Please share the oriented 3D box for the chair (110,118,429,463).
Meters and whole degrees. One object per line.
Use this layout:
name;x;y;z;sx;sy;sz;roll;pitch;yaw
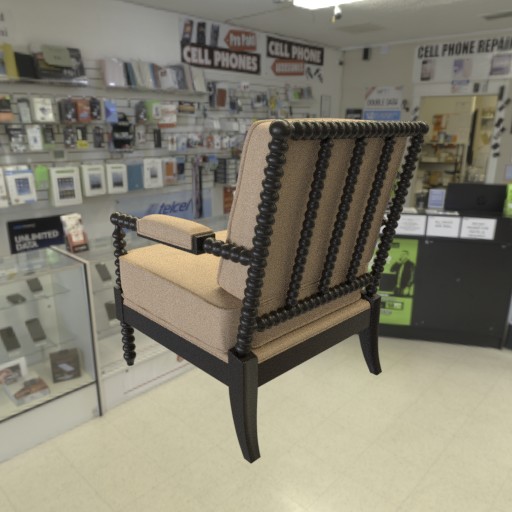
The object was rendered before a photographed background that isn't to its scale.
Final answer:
chair;0.000;0.000;1.192;0.555;0.703;0.657;-15;22;-42
